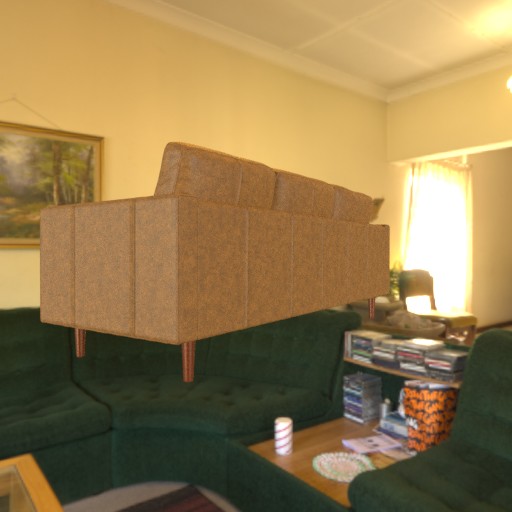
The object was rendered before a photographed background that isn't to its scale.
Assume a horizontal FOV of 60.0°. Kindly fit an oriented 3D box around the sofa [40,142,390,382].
[{"bbox_3d":[0.000,0.000,2.679,0.903,0.930,2.231,0,1,35],"label":"sofa"}]
